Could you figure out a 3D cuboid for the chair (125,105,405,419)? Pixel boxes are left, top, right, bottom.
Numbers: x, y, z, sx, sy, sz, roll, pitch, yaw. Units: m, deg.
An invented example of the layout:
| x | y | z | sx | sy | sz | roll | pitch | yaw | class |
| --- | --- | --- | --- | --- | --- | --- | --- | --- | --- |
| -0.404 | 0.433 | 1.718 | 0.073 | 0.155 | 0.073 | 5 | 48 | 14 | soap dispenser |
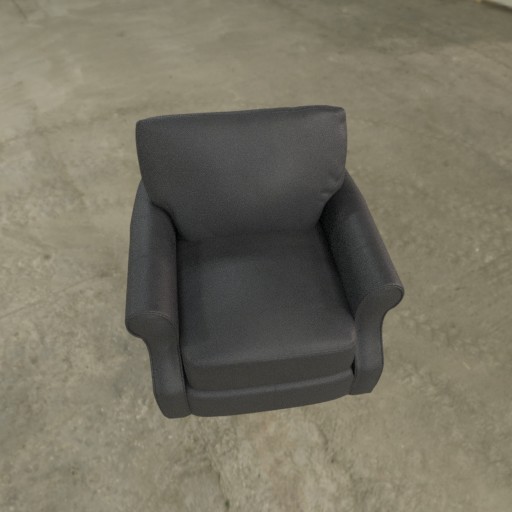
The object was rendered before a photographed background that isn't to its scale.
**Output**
| x | y | z | sx | sy | sz | roll | pitch | yaw | class |
| --- | --- | --- | --- | --- | --- | --- | --- | --- | --- |
| 0.000 | 0.000 | 1.811 | 1.015 | 0.960 | 1.027 | -2 | 47 | -2 | chair |
